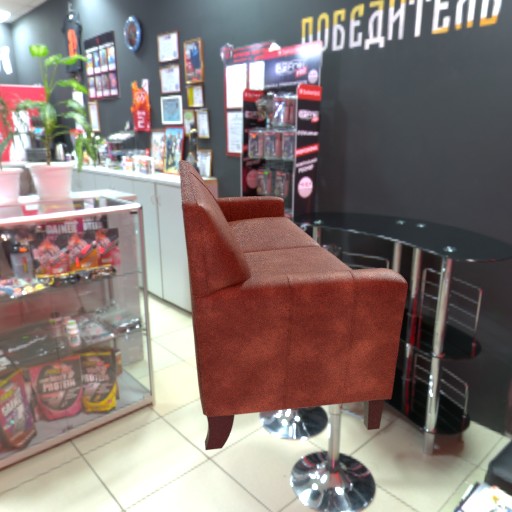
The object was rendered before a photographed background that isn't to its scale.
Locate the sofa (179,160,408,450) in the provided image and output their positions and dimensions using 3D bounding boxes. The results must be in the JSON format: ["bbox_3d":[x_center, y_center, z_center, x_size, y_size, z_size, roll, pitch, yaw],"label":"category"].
[{"bbox_3d":[0.000,0.000,2.497,0.805,0.947,2.053,-3,16,-9],"label":"sofa"}]
